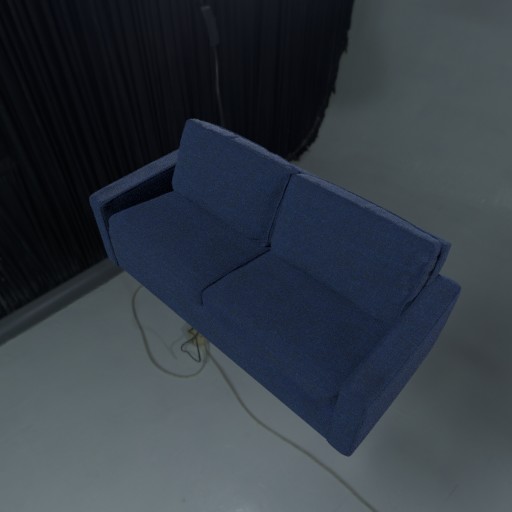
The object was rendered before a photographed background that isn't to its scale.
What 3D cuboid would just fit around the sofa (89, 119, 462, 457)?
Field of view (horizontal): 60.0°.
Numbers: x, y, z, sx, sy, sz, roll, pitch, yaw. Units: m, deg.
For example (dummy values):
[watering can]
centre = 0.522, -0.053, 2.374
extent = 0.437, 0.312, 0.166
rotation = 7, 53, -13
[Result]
[sofa]
centre = 0.000, 0.000, 2.608
extent = 2.080, 0.919, 0.940
rotation = 33, 54, 28
